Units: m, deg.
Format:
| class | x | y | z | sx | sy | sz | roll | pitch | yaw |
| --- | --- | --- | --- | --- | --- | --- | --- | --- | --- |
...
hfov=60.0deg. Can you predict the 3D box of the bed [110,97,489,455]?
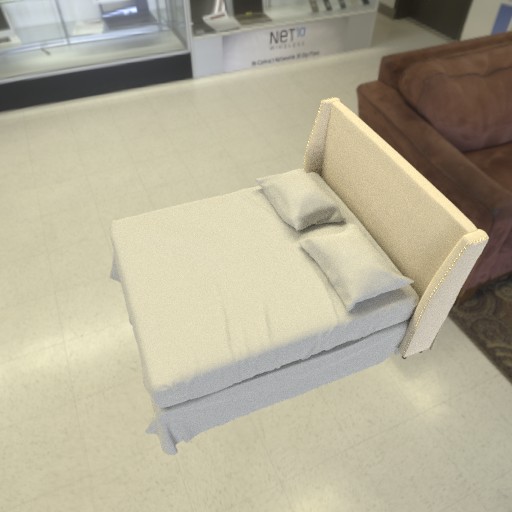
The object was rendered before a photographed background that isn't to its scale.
| class | x | y | z | sx | sy | sz | roll | pitch | yaw |
| --- | --- | --- | --- | --- | --- | --- | --- | --- | --- |
| bed | 0.000 | 0.000 | 3.423 | 2.276 | 1.332 | 1.925 | -16 | 49 | -15 |
